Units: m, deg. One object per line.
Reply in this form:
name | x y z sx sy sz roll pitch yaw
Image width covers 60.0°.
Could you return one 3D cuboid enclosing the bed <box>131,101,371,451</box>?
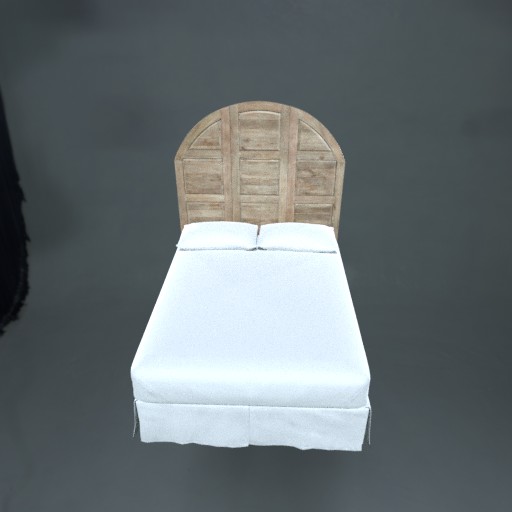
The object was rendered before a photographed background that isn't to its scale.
bed | 0.000 0.000 3.565 1.713 2.002 2.112 1 30 2
